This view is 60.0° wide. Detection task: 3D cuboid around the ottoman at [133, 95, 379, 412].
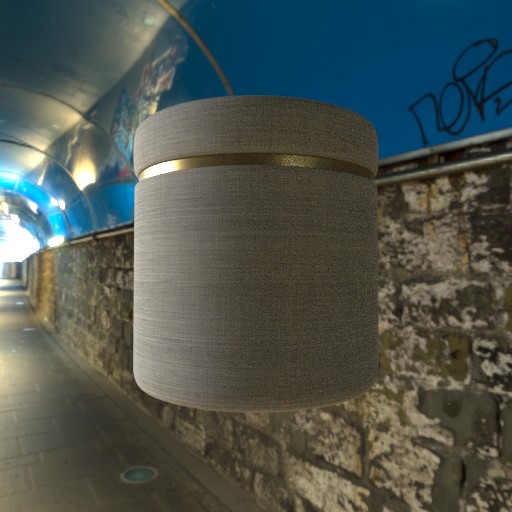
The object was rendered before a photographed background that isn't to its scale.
[{"bbox_3d":[0.000,0.000,0.747,0.400,0.406,0.400,0,-2,0],"label":"ottoman"}]
